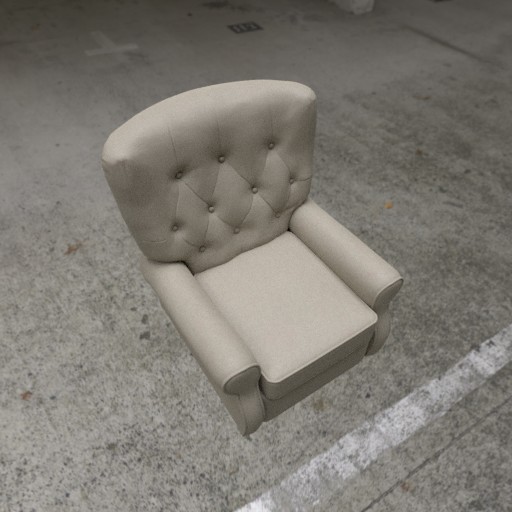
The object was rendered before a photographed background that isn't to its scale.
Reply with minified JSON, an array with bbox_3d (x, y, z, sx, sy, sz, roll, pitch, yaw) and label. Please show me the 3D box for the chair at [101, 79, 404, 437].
[{"bbox_3d":[0.000,0.000,1.935,0.943,1.158,1.059,-25,52,-22],"label":"chair"}]
